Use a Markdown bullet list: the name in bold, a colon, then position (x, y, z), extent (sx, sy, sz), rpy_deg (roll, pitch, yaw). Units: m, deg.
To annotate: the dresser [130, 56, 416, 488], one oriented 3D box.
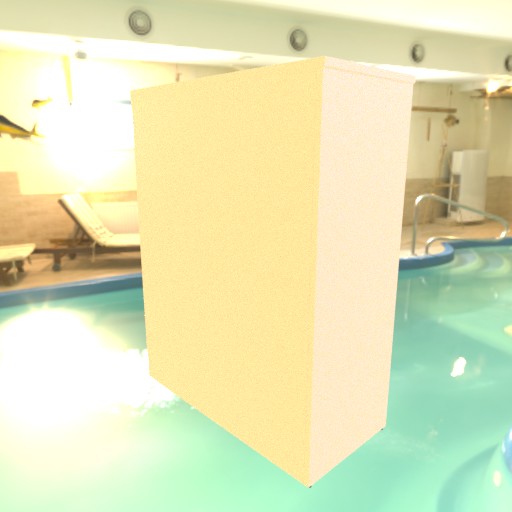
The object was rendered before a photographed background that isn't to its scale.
- **dresser**: position (0.000, 0.000, 1.425), extent (0.380, 1.040, 0.800), rpy_deg (-13, 19, -42)
